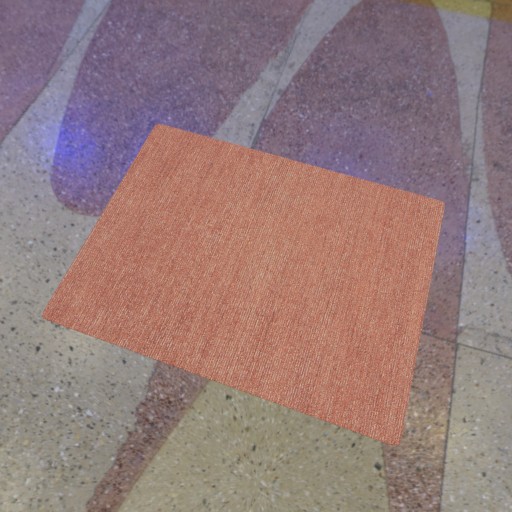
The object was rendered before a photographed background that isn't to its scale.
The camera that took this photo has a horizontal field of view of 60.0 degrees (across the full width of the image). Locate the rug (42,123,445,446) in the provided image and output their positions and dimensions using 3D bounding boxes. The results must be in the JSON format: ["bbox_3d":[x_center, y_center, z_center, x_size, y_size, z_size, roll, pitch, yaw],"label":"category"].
[{"bbox_3d":[0.000,0.000,2.764,2.112,0.009,1.594,17,64,9],"label":"rug"}]
